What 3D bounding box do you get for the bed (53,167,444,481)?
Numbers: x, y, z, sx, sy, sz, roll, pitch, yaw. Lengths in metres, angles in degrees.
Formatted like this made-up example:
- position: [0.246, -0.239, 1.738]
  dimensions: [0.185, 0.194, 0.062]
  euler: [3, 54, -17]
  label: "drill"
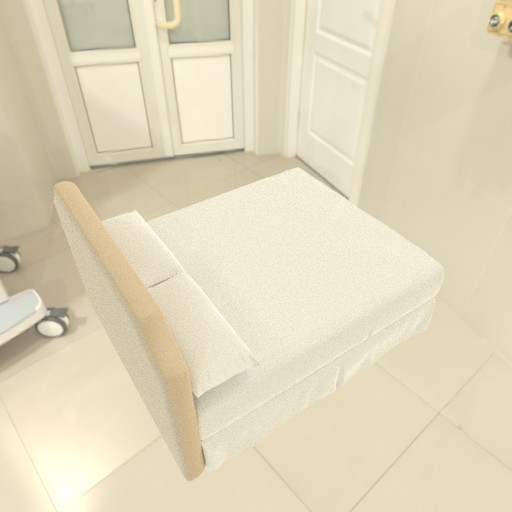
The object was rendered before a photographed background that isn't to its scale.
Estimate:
- position: [0.000, 0.000, 3.765]
  dimensions: [2.548, 1.524, 2.134]
  euler: [-24, 47, -25]
  label: "bed"
